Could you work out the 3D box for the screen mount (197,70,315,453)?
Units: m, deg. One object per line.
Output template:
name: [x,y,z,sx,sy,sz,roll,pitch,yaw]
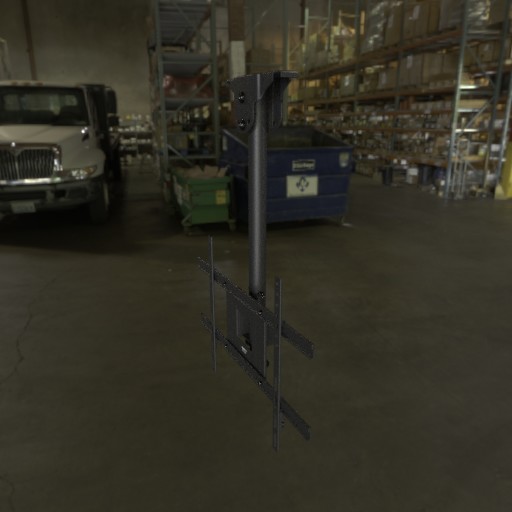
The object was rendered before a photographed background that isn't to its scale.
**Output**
screen mount: [0.000,0.000,1.027,0.090,0.775,0.595,-8,19,-26]
